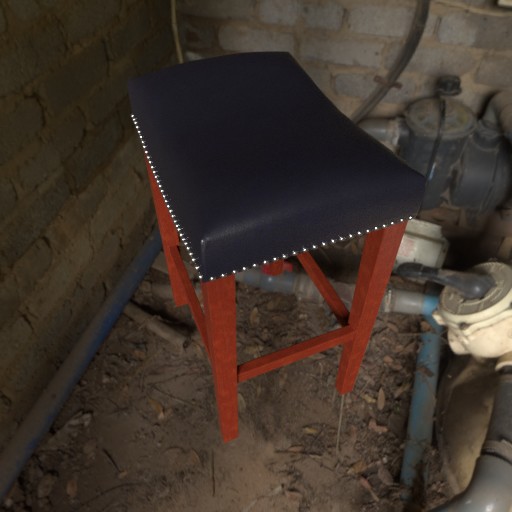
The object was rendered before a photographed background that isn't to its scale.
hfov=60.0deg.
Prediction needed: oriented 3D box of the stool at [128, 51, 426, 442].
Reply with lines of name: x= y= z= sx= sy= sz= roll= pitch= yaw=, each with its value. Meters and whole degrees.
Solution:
stool: x=0.000 y=0.000 z=1.024 sx=0.372 sy=0.742 sz=0.504 roll=-17 pitch=49 yaw=-15
